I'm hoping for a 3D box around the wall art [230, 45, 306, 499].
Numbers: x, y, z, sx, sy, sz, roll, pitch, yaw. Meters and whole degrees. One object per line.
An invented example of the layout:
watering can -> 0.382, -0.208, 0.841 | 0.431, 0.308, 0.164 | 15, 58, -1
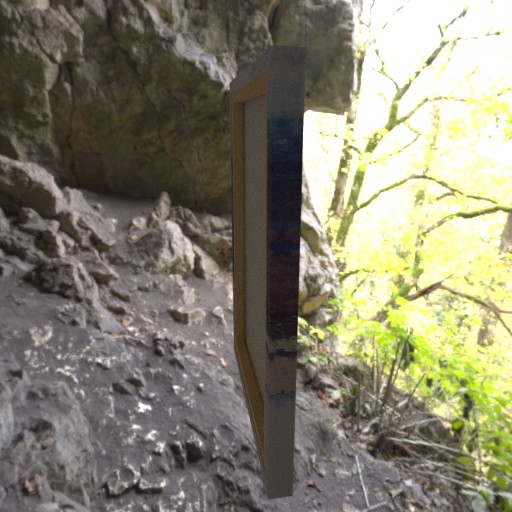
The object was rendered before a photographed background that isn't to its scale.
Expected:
wall art -> 0.000, 0.000, 0.746 | 0.036, 0.581, 0.437 | -3, 17, -9
